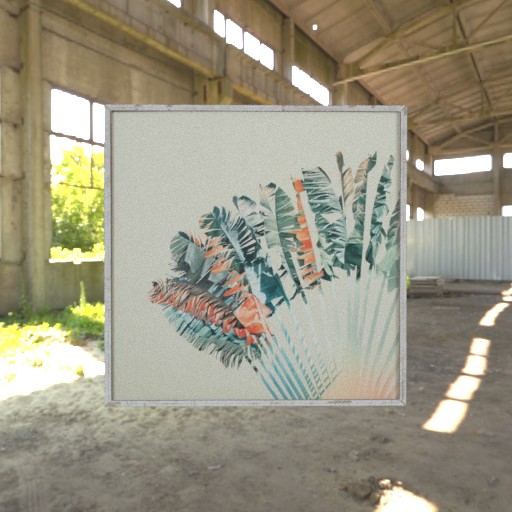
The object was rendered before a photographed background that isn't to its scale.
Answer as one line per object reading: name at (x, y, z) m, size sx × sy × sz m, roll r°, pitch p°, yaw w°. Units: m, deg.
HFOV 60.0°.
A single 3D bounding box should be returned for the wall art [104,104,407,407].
wall art at (0.000, 0.000, 1.133) m, size 0.760 × 0.757 × 0.038 m, roll 0°, pitch 1°, yaw -1°
